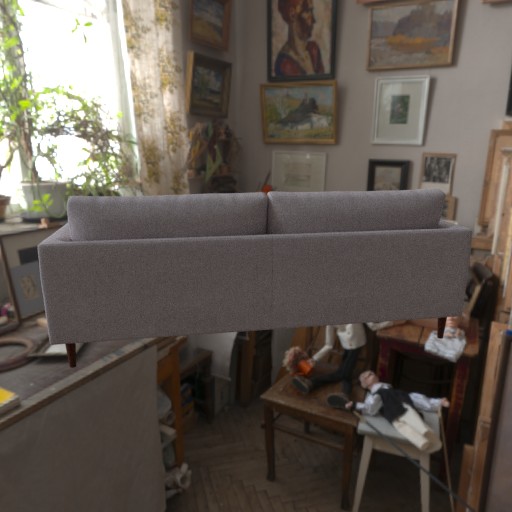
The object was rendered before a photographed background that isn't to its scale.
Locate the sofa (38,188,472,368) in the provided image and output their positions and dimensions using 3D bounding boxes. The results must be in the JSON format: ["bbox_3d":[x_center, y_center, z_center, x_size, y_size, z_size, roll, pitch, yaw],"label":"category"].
[{"bbox_3d":[0.000,0.000,2.761,2.250,0.868,1.020,-2,15,-9],"label":"sofa"}]
